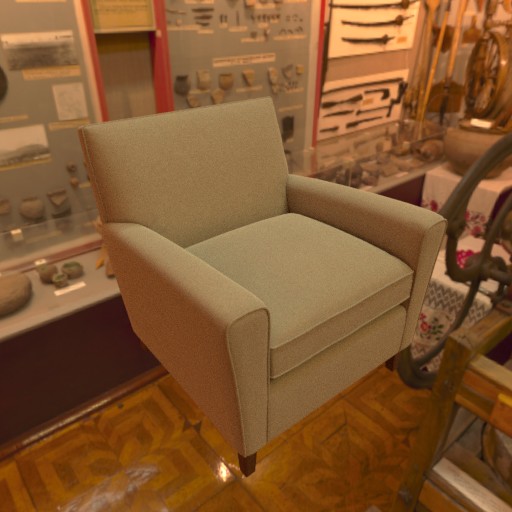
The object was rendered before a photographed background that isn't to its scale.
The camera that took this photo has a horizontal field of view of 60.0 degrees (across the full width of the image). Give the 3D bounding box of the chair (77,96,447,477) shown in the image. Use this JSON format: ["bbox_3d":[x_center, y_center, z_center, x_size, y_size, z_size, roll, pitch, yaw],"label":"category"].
[{"bbox_3d":[0.000,0.000,1.517,0.840,0.846,0.871,-22,37,-32],"label":"chair"}]
